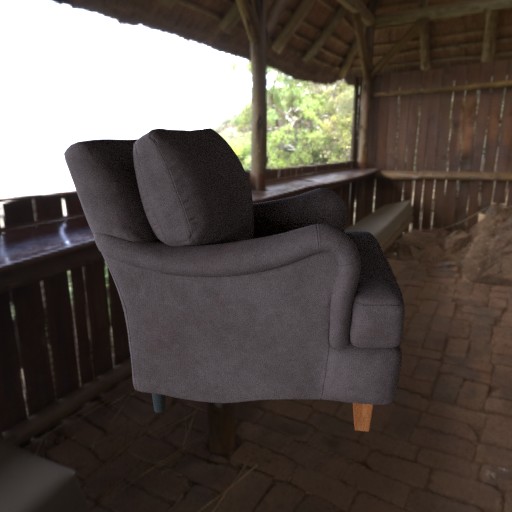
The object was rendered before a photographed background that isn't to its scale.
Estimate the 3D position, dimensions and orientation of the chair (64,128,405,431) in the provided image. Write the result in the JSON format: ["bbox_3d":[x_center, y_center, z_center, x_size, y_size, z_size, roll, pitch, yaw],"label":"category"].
[{"bbox_3d":[0.000,0.000,1.799,1.070,0.997,0.955,2,16,8],"label":"chair"}]
